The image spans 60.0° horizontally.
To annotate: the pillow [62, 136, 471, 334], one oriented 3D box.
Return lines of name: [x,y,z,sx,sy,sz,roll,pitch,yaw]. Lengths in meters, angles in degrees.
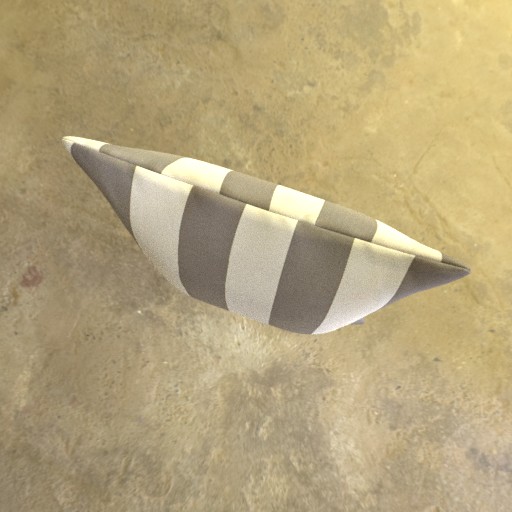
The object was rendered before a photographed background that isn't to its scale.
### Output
pillow: [0.000,0.000,0.771,0.522,0.507,0.192,19,75,5]
